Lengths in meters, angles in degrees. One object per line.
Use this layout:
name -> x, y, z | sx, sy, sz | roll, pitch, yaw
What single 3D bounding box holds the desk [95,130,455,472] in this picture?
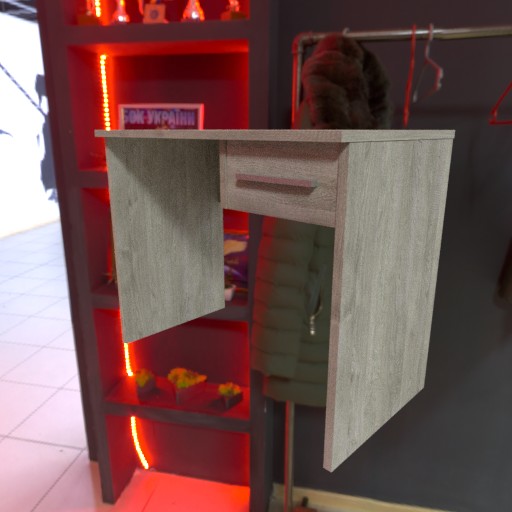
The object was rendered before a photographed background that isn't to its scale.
desk -> 0.000, 0.000, 1.325 | 0.893, 0.724, 0.498 | 15, 22, 42
